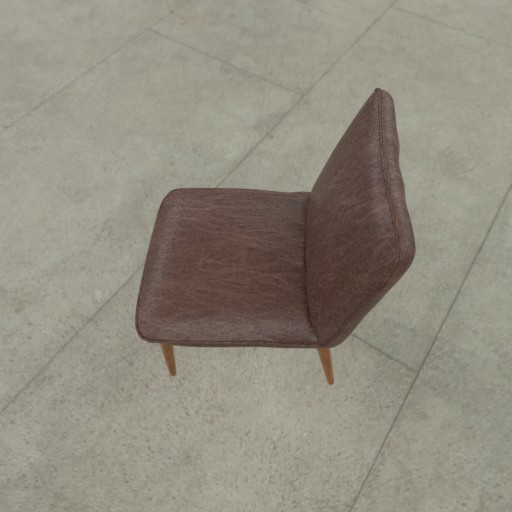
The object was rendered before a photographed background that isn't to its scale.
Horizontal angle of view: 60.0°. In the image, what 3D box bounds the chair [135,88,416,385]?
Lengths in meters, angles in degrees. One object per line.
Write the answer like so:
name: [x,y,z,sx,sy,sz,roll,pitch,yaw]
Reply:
chair: [0.000,0.000,1.245,0.645,0.803,0.543,-1,58,-1]
